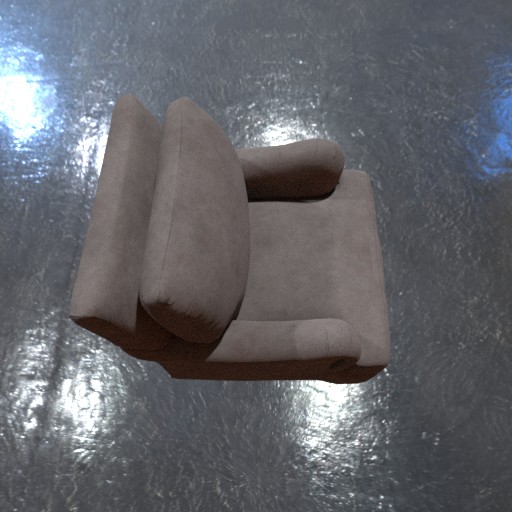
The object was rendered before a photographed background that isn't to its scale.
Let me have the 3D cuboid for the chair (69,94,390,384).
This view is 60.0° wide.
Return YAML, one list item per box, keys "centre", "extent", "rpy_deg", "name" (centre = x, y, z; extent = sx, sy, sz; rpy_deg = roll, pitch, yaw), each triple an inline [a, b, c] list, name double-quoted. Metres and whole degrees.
- centre: [0.000, 0.000, 1.843]
  extent: [1.070, 0.997, 0.955]
  rpy_deg: [1, 63, 1]
  name: "chair"
